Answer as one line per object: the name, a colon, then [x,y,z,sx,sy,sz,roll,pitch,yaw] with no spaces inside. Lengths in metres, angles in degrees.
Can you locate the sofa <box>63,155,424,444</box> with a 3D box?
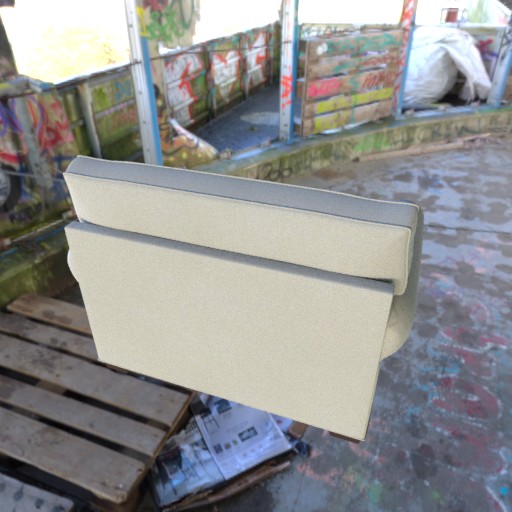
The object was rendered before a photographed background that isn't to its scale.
sofa: [0.000,0.000,2.035,1.405,1.006,0.937,11,34,17]
